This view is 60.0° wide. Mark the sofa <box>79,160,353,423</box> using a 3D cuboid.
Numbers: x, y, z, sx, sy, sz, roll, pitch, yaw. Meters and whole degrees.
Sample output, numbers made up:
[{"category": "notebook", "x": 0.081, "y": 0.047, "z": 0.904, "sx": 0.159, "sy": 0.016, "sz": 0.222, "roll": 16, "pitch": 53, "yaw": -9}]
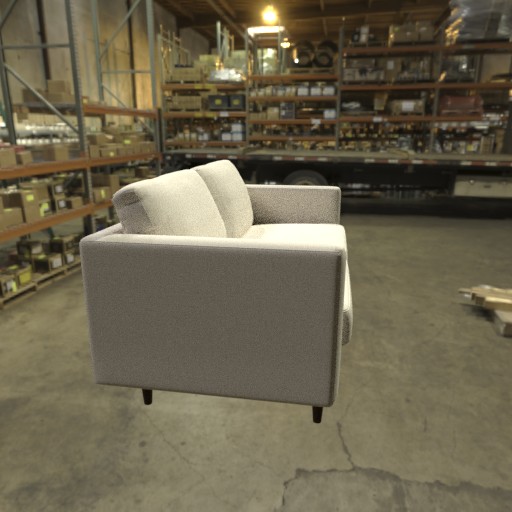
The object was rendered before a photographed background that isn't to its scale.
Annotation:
[{"category": "sofa", "x": 0.000, "y": 0.000, "z": 2.282, "sx": 0.940, "sy": 0.893, "sz": 1.713, "roll": 3, "pitch": 16, "yaw": 9}]
